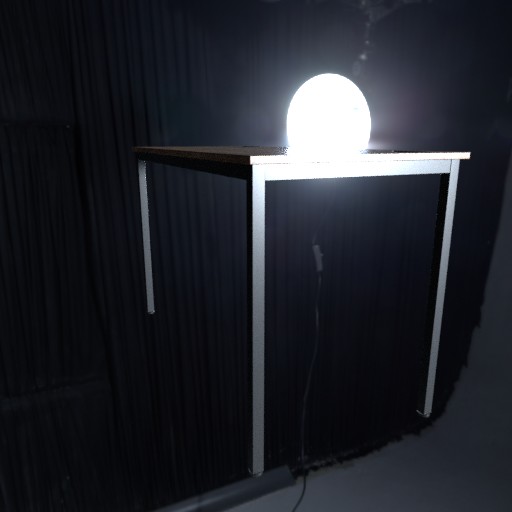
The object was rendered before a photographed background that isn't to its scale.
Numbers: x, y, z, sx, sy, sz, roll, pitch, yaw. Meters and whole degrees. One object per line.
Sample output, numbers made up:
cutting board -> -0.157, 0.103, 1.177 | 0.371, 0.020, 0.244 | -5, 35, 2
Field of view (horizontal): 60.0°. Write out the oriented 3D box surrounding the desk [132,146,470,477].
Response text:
desk -> 0.000, 0.000, 1.585 | 0.600, 0.749, 1.200 | -7, 16, -25
